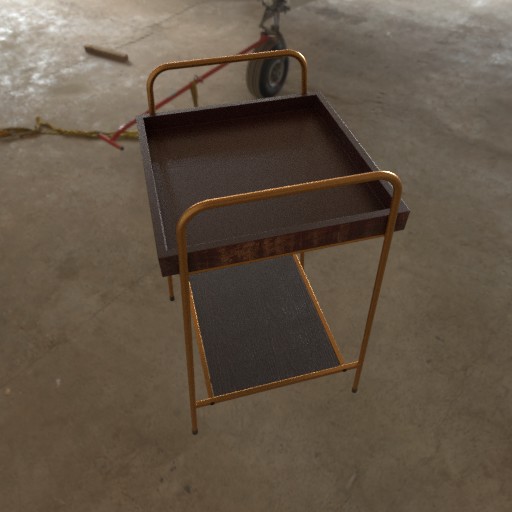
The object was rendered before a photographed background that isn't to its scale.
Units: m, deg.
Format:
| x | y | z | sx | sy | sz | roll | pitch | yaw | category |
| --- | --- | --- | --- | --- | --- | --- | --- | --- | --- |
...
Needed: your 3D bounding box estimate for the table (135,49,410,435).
| x | y | z | sx | sy | sz | roll | pitch | yaw | category |
| --- | --- | --- | --- | --- | --- | --- | --- | --- | --- |
| 0.000 | 0.000 | 0.987 | 0.430 | 0.710 | 0.430 | -11 | 48 | -10 | table |
